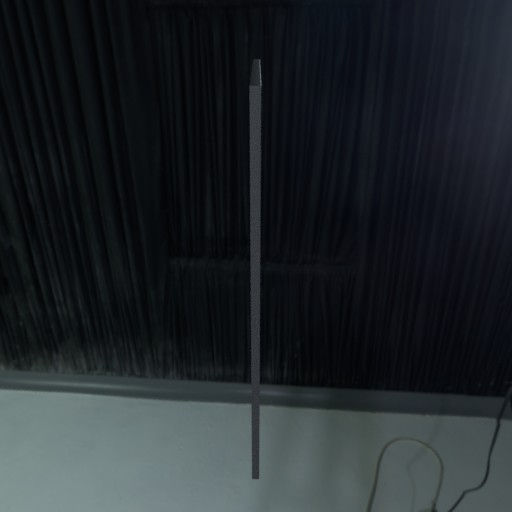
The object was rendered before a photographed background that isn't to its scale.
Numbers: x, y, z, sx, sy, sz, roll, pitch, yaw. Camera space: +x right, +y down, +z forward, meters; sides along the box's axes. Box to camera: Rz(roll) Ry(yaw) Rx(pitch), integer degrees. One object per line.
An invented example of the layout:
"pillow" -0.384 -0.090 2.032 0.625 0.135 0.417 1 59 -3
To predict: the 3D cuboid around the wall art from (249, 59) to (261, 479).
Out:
"wall art" 0.000 0.000 0.840 0.013 0.657 0.457 0 27 0
